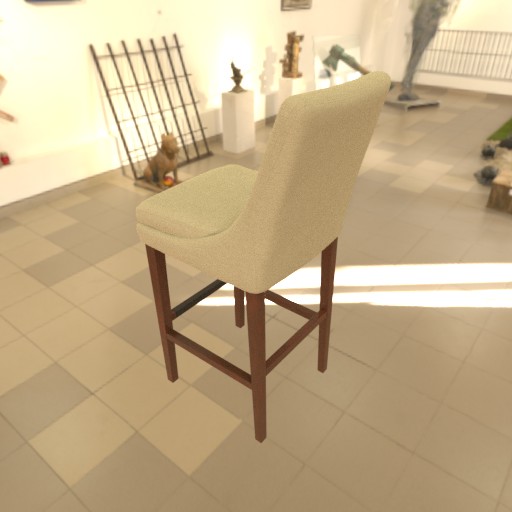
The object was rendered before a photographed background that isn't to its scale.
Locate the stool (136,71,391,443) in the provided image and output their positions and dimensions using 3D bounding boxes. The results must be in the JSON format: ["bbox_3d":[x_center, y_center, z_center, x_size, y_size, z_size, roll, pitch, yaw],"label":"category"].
[{"bbox_3d":[0.000,0.000,1.380,0.577,1.078,0.470,22,38,32],"label":"stool"}]
